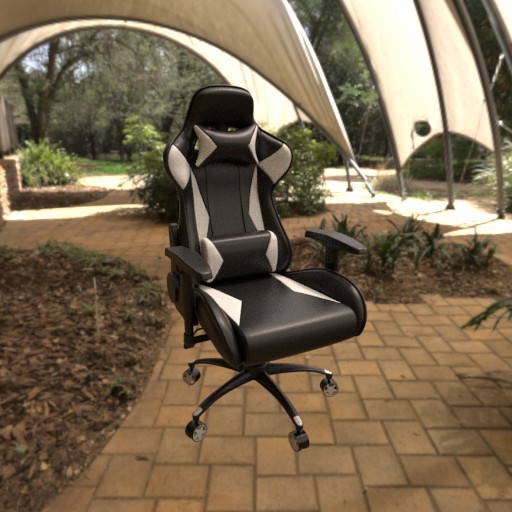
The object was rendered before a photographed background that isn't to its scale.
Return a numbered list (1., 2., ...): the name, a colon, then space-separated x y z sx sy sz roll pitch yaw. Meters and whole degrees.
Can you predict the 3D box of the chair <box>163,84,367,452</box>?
1. chair: 0.000 0.000 1.713 0.730 1.285 0.695 -8 18 -27
